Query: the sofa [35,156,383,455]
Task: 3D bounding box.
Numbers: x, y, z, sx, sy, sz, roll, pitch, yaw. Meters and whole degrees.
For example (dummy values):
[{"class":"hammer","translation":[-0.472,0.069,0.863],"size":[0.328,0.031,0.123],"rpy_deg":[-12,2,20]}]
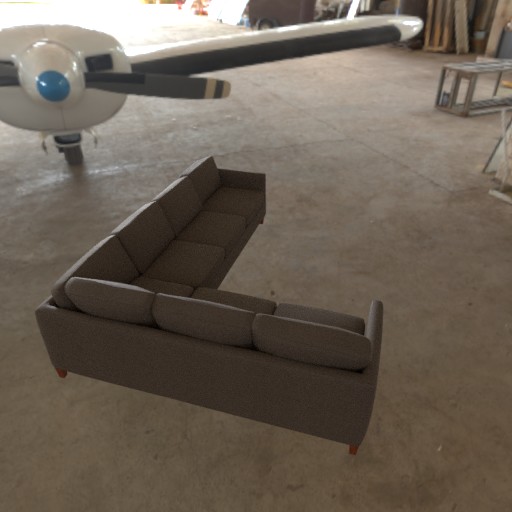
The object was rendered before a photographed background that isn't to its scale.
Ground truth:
[{"class":"sofa","translation":[0.000,0.000,4.499],"size":[2.593,0.947,3.302],"rpy_deg":[9,33,14]}]
